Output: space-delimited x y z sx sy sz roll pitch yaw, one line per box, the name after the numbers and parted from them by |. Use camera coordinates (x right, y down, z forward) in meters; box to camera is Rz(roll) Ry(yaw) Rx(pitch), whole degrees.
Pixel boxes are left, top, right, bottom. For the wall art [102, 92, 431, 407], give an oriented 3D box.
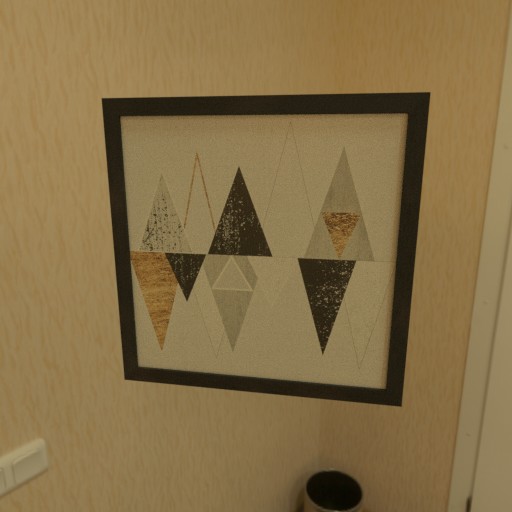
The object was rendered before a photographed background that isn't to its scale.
0.000 0.000 1.205 0.823 0.823 0.013 3 15 10 | wall art
